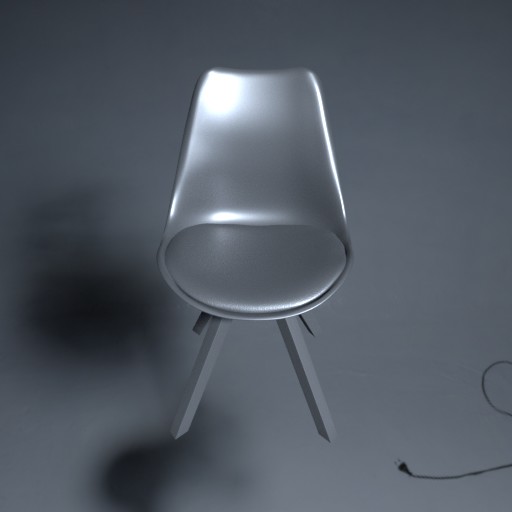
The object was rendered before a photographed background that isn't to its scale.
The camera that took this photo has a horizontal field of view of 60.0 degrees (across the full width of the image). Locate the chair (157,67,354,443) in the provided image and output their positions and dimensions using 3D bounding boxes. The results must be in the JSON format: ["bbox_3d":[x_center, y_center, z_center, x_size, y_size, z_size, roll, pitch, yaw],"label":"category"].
[{"bbox_3d":[0.000,0.000,1.163,0.485,0.850,0.530,1,32,1],"label":"chair"}]
